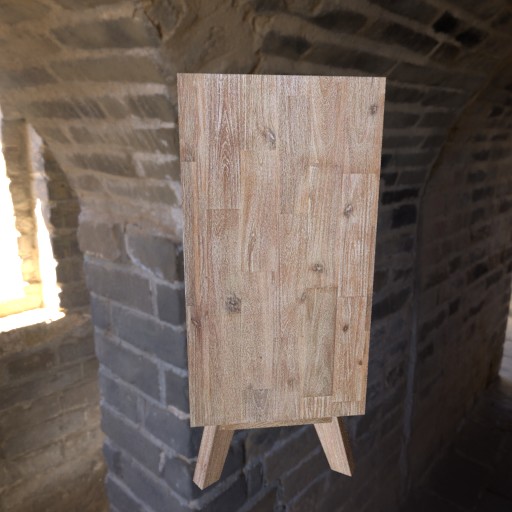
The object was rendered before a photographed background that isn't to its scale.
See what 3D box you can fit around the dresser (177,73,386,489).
[{"bbox_3d":[0.000,0.000,1.548,0.455,1.029,0.998,-2,13,-7],"label":"dresser"}]
